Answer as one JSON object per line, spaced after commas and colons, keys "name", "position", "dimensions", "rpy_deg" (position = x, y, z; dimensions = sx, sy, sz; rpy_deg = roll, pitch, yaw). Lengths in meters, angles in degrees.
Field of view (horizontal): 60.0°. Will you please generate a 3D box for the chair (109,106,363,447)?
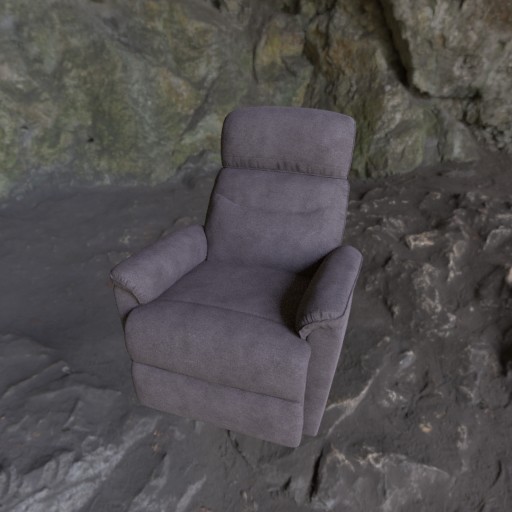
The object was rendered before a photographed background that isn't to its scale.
{"name": "chair", "position": [0.000, 0.000, 1.787], "dimensions": [0.830, 1.036, 1.009], "rpy_deg": [9, 28, 17]}
